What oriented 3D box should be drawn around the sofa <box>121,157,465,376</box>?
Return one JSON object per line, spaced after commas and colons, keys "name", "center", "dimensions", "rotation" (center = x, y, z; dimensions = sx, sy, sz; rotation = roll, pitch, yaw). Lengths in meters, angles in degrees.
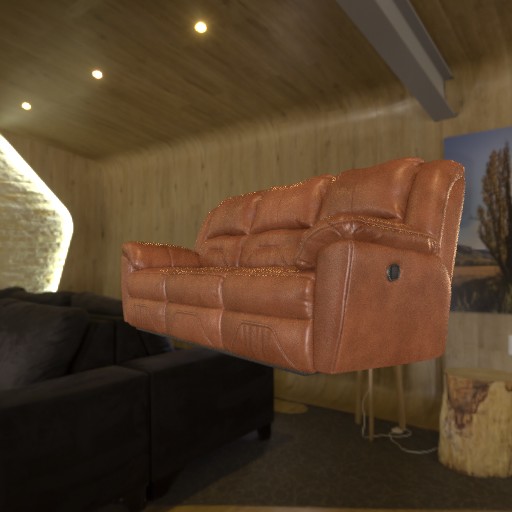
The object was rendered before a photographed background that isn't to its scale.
{"name": "sofa", "center": [0.000, 0.000, 2.787], "dimensions": [0.991, 1.043, 2.337], "rotation": [1, -2, -37]}
